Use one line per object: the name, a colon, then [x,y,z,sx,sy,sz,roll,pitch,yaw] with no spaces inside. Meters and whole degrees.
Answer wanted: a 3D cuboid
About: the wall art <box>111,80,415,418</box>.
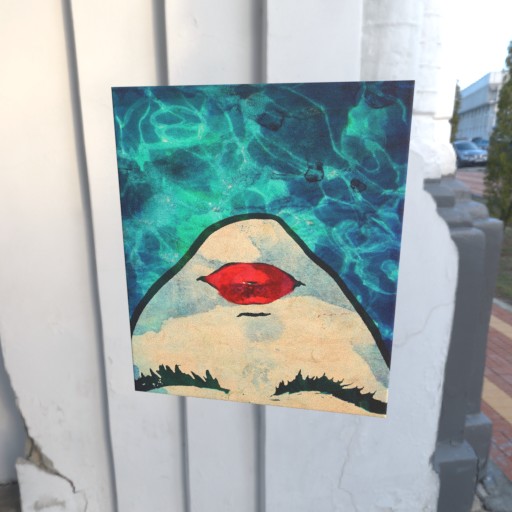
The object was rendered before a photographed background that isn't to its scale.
wall art: [0.000,0.000,0.702,0.432,0.508,0.038,3,15,10]
